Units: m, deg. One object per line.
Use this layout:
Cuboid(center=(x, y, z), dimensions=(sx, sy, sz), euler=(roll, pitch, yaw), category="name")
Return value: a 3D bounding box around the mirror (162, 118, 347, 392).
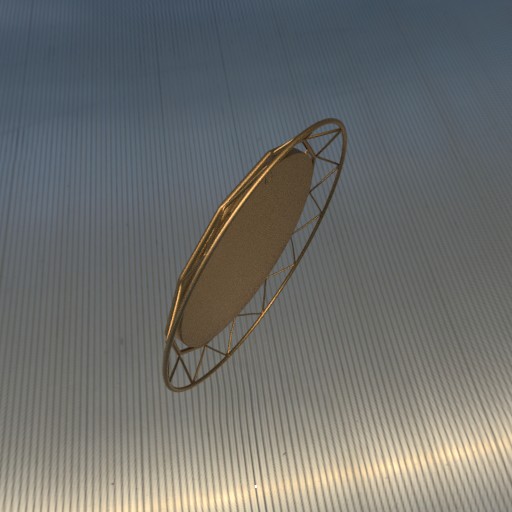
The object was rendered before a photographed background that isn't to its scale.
Cuboid(center=(0.000, 0.000, 0.672), dimensions=(0.043, 0.454, 0.454), euler=(32, 67, 15), category="mirror")
